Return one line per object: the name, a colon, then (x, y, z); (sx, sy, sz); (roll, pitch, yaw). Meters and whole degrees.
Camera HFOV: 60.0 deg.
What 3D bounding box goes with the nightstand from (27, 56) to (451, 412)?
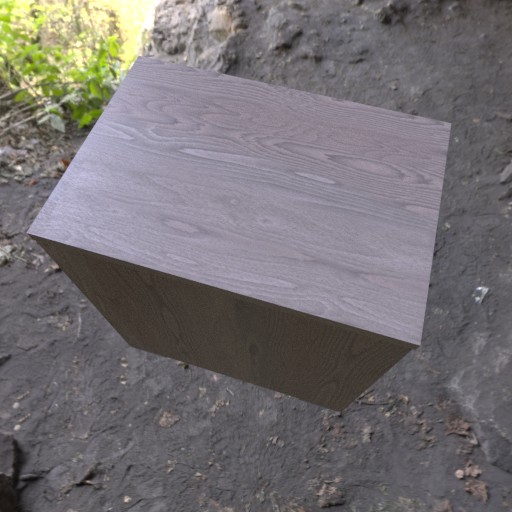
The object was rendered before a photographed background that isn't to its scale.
nightstand: (0.000, 0.000, 0.746); (0.442, 0.461, 0.325); (15, 64, 8)
